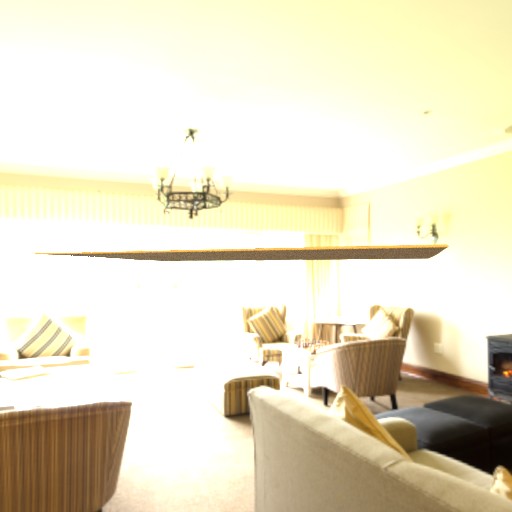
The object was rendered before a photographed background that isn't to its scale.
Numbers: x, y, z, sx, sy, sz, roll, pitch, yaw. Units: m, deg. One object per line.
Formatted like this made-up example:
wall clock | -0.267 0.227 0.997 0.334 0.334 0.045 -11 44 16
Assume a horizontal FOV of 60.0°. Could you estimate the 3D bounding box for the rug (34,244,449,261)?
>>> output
rug | 0.000 0.000 2.992 2.275 0.014 1.514 -1 -3 18
